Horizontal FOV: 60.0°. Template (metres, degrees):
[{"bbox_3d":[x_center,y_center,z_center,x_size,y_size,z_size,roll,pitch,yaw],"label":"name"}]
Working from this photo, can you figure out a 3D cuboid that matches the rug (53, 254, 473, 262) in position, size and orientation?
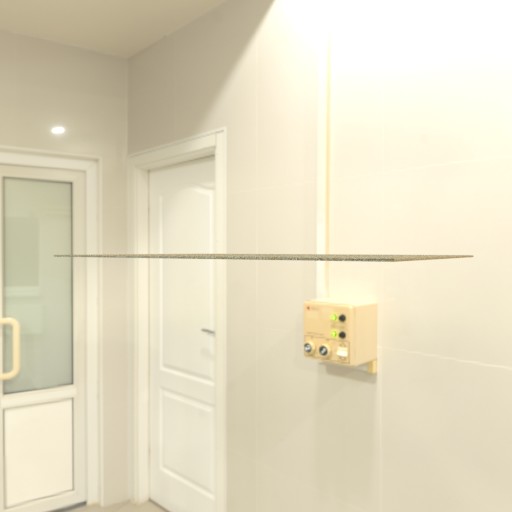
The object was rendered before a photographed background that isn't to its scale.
[{"bbox_3d":[0.000,0.000,3.037,2.448,0.012,1.540,1,1,36],"label":"rug"}]
